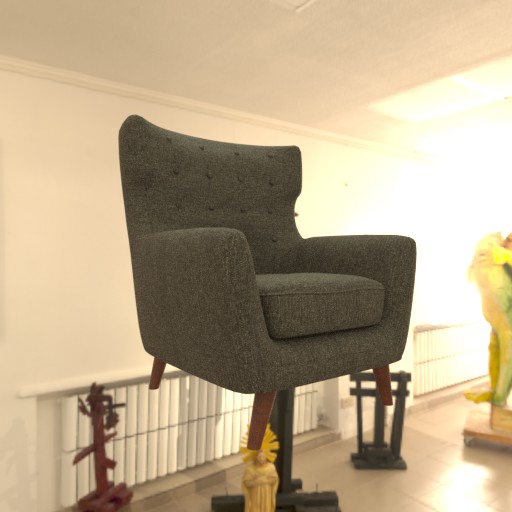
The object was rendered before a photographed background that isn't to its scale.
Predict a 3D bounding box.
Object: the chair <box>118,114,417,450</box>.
[{"bbox_3d":[0.000,0.000,1.726,0.878,1.063,0.904,0,0,-37],"label":"chair"}]
